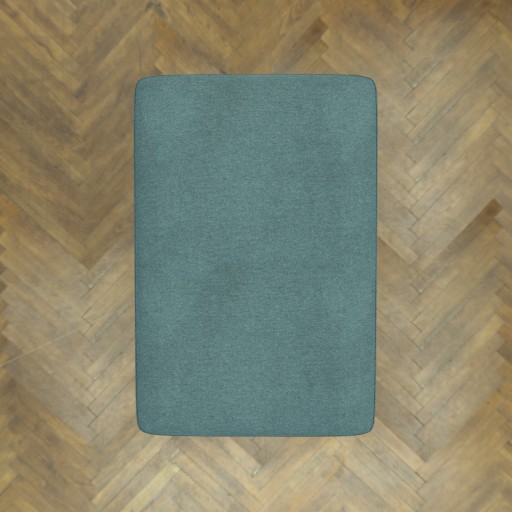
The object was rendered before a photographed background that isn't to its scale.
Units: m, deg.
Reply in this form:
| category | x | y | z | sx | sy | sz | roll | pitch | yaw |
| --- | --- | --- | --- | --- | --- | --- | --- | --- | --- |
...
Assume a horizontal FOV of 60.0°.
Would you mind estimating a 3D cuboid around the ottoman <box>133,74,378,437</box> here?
| category | x | y | z | sx | sy | sz | roll | pitch | yaw |
| --- | --- | --- | --- | --- | --- | --- | --- | --- | --- |
| ottoman | 0.000 | 0.000 | 1.209 | 0.584 | 0.483 | 0.864 | 0 | 91 | 0 |
